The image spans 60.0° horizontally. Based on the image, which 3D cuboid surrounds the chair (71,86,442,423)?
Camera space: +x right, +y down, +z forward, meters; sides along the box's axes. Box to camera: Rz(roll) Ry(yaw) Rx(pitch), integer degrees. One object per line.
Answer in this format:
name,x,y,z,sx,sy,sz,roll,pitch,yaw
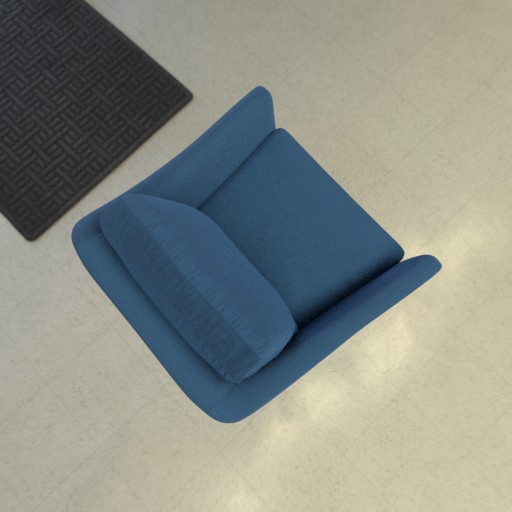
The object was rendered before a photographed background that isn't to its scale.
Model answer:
chair,0.000,0.000,1.718,0.961,0.899,0.987,-40,79,-9
